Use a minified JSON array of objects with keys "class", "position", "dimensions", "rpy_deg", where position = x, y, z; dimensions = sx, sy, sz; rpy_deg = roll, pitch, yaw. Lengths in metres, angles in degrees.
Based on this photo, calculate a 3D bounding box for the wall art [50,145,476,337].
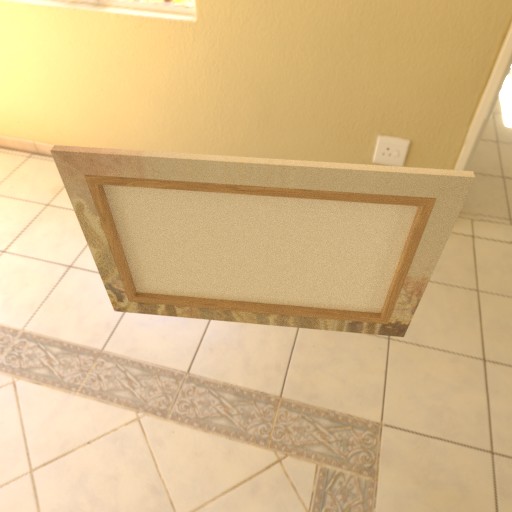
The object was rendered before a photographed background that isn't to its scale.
[{"class":"wall art","position":[0.000,0.000,1.963],"dimensions":[1.525,1.012,0.038],"rpy_deg":[4,47,4]}]
